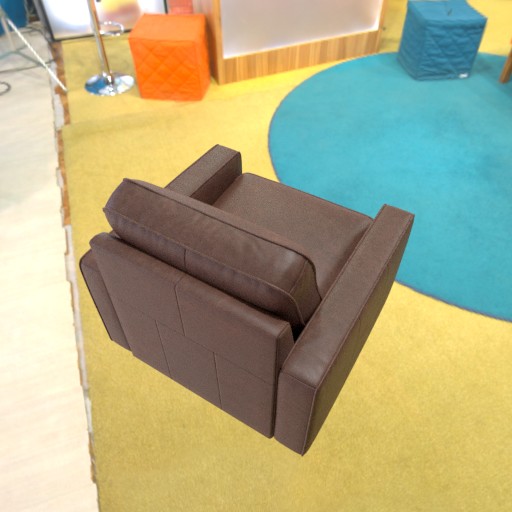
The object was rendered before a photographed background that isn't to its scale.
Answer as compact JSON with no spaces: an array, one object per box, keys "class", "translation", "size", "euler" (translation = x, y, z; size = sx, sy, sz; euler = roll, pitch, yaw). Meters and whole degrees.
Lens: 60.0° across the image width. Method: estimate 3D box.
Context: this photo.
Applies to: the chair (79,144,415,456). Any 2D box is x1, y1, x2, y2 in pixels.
[{"class":"chair","translation":[0.000,0.000,1.804],"size":[1.017,0.919,0.940],"euler":[24,52,21]}]
